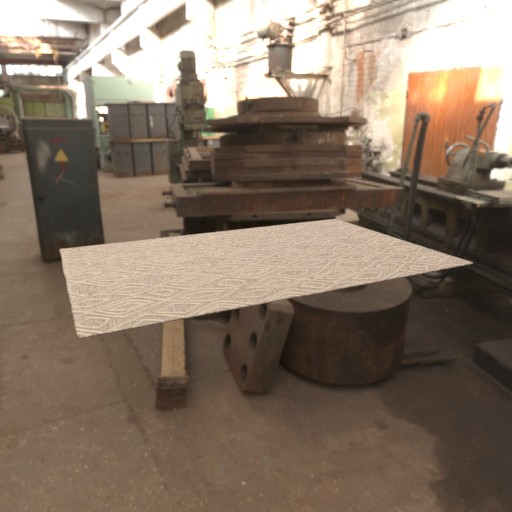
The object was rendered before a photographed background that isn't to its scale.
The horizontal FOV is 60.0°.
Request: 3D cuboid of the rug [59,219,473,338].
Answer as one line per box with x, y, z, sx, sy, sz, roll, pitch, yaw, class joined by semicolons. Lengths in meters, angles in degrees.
0.000;0.000;3.065;2.442;0.010;1.546;-8;18;-25;rug
